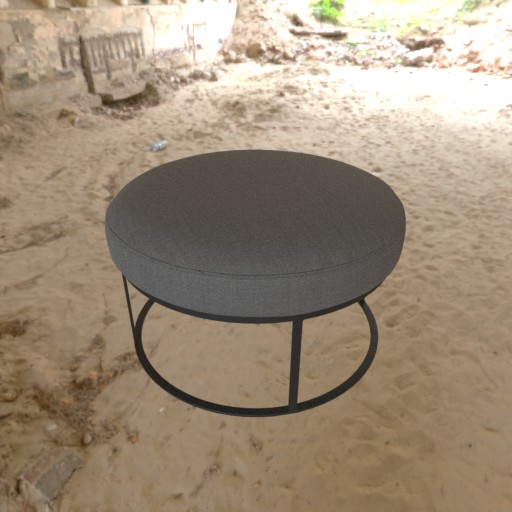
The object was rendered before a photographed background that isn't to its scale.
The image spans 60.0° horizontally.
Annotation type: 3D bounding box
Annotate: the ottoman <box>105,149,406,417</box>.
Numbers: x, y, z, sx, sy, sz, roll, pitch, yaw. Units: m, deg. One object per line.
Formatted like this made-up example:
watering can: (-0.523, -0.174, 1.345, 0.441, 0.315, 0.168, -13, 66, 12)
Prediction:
ottoman: (0.000, 0.000, 1.250, 0.772, 0.460, 0.772, 0, 30, 0)
